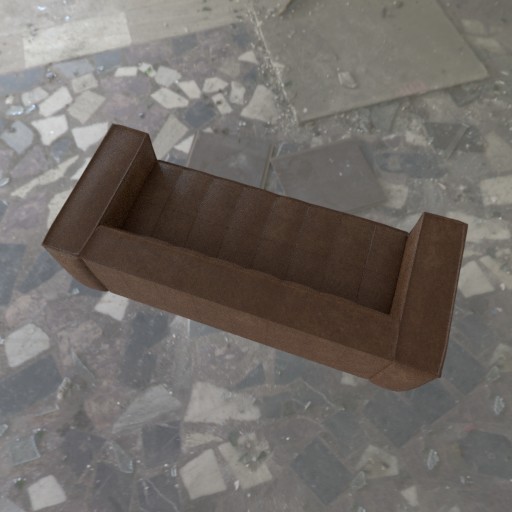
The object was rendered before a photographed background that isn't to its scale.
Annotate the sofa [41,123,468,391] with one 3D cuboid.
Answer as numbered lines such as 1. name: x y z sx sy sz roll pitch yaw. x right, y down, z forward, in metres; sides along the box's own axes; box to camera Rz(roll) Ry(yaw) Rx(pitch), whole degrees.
1. sofa: 0.000 0.000 3.129 2.581 0.701 1.102 17 67 8
